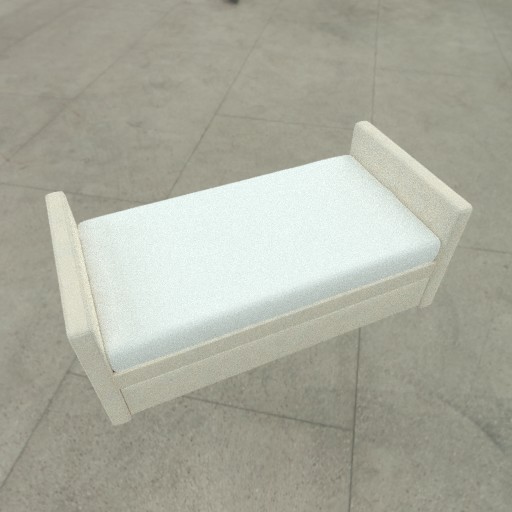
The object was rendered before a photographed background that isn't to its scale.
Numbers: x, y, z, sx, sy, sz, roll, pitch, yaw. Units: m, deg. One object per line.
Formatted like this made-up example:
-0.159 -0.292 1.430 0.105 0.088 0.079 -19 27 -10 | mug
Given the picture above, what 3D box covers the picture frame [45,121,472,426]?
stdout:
0.000 0.000 2.784 2.161 0.891 1.069 -17 48 -16 | picture frame
